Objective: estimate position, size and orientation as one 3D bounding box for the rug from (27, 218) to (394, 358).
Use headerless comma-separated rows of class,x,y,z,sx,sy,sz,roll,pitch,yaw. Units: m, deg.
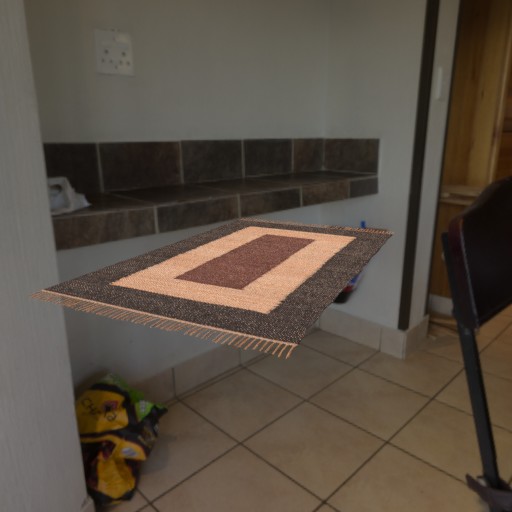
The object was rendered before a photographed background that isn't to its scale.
rug,0.000,0.000,1.896,0.920,0.013,1.541,8,17,25
